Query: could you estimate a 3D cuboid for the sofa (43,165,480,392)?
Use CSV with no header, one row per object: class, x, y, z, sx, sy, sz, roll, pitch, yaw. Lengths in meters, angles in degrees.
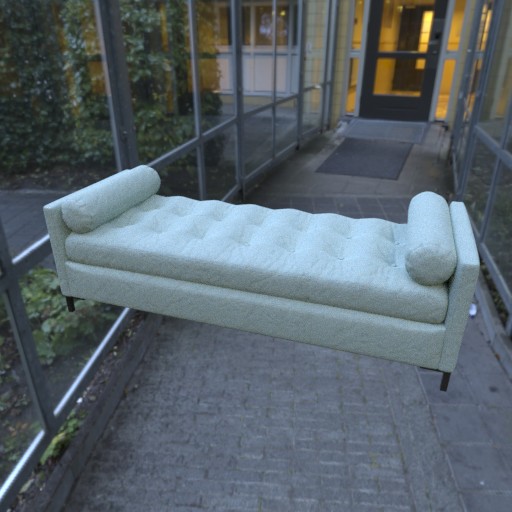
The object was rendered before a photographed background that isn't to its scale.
sofa,0.000,0.000,2.447,2.102,0.705,0.796,8,27,17
